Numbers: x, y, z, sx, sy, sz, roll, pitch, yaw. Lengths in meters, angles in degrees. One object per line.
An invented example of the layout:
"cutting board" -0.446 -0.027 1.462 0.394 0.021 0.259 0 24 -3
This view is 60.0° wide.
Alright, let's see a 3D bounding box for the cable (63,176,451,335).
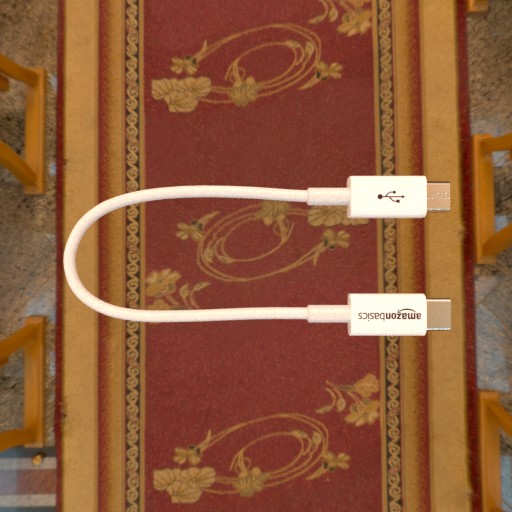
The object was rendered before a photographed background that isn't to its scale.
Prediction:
"cable" 0.000 0.000 0.113 0.098 0.006 0.040 0 89 0
